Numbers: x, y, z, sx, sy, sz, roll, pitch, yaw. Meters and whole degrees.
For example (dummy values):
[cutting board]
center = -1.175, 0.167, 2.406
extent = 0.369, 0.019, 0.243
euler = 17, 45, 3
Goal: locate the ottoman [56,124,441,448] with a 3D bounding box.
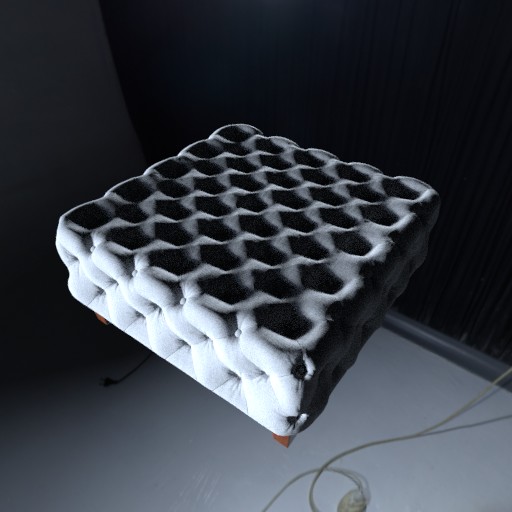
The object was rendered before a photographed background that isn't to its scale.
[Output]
[ottoman]
center = 0.000, 0.000, 1.224
extent = 0.764, 0.365, 0.758
euler = 25, 46, 27
